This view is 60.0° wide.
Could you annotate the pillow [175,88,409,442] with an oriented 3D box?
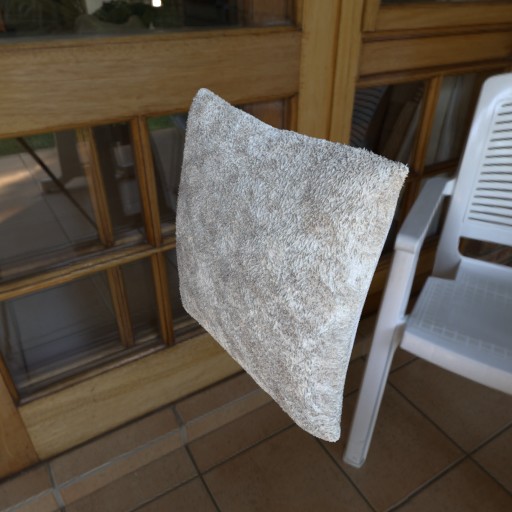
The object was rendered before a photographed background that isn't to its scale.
[{"bbox_3d":[0.000,0.000,0.838,0.218,0.515,0.529,-22,38,-30],"label":"pillow"}]
